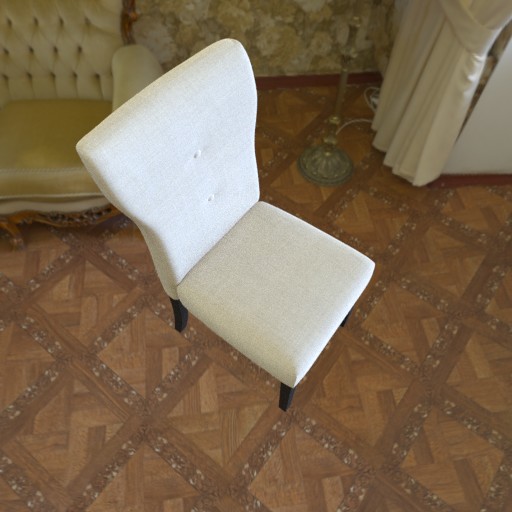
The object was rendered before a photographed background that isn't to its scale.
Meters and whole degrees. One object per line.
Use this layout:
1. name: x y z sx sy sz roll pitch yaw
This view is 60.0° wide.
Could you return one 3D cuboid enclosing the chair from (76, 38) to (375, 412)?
1. chair: 0.000 0.000 1.294 0.597 0.921 0.509 32 62 19
